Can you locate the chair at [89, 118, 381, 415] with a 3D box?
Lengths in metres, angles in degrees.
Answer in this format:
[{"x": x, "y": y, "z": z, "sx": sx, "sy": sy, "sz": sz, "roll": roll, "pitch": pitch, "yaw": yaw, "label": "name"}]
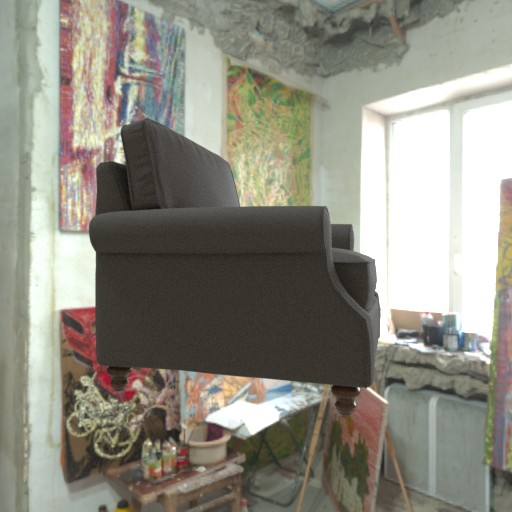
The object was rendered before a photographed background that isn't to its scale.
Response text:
[{"x": 0.000, "y": 0.000, "z": 1.818, "sx": 0.966, "sy": 0.967, "sz": 1.029, "roll": 0, "pitch": 0, "yaw": 17, "label": "chair"}]
